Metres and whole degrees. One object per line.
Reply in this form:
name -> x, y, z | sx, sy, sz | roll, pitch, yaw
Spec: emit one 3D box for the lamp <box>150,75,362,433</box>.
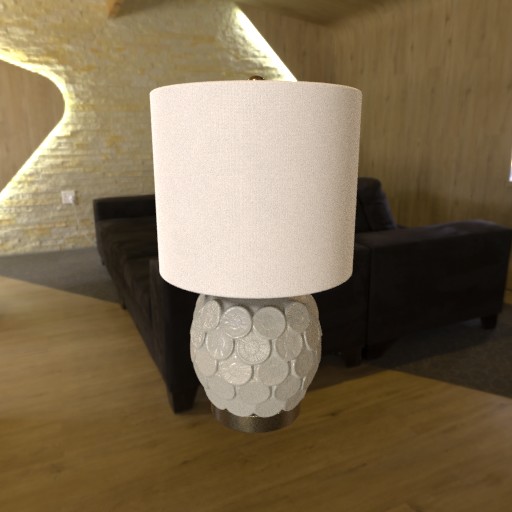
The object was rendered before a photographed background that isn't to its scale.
lamp -> 0.000, 0.000, 0.594 | 0.254, 0.452, 0.254 | 0, 14, 0
